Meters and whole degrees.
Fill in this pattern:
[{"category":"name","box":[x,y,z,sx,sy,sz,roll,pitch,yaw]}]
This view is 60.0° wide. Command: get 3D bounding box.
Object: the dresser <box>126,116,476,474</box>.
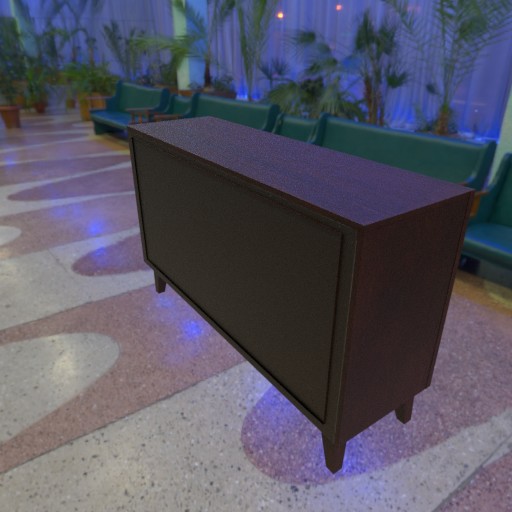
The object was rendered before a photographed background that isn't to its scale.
[{"category":"dresser","box":[0.000,0.000,2.020,0.499,0.971,1.609,-18,32,-31]}]
